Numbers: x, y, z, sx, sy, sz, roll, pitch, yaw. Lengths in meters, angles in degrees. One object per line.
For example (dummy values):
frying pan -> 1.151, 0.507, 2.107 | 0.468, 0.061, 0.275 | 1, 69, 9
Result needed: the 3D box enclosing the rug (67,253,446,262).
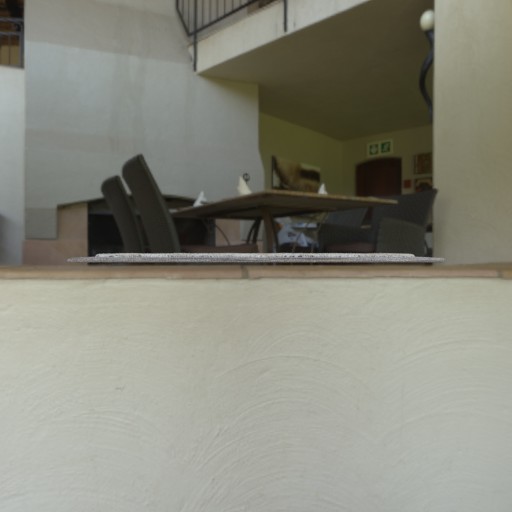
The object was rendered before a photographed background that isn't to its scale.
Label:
rug -> 0.000, 0.000, 2.330 | 1.222, 0.030, 1.823 | 0, 0, 0
